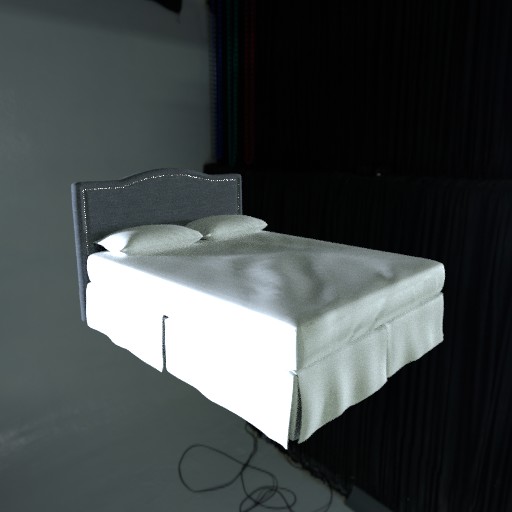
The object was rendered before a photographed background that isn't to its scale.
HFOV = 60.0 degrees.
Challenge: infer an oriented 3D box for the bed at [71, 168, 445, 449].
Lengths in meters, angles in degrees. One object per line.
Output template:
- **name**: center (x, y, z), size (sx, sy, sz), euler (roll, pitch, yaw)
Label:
- **bed**: center (0.000, 0.000, 3.930), size (2.689, 1.457, 2.161), euler (13, 19, 43)
